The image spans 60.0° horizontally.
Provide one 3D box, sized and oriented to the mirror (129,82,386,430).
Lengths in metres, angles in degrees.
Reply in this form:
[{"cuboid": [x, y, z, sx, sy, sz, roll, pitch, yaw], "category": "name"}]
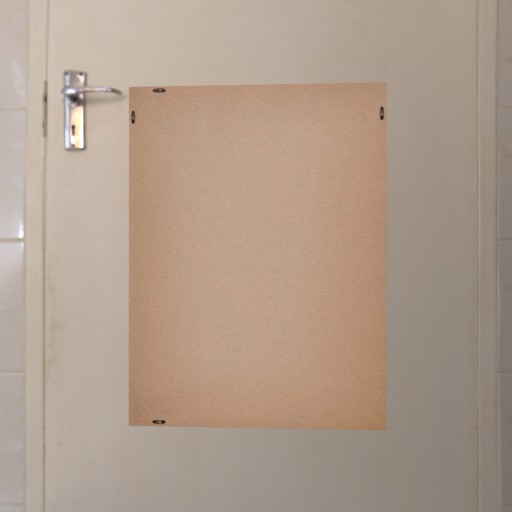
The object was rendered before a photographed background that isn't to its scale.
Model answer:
[{"cuboid": [0.000, 0.000, 1.326, 0.762, 1.016, 0.041, 0, 0, 3], "category": "mirror"}]
